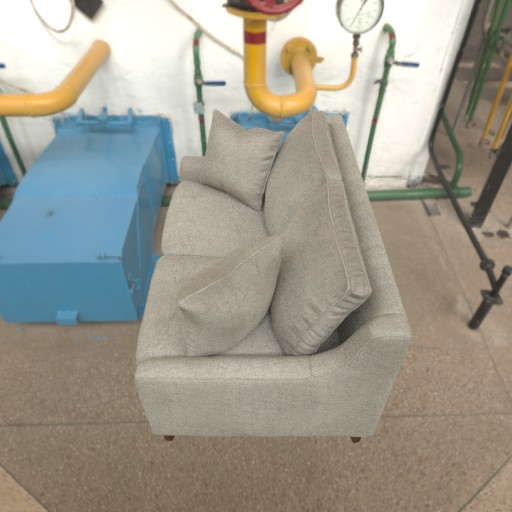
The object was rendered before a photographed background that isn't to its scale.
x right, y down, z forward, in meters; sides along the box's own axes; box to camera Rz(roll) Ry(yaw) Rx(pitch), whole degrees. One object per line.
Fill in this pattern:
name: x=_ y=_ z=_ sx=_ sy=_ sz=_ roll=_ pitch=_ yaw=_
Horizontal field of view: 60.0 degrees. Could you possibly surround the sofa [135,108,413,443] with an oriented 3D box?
sofa: x=0.000 y=0.000 z=2.022 sx=0.915 sy=0.863 sz=1.422 roll=0 pitch=44 yaw=0
